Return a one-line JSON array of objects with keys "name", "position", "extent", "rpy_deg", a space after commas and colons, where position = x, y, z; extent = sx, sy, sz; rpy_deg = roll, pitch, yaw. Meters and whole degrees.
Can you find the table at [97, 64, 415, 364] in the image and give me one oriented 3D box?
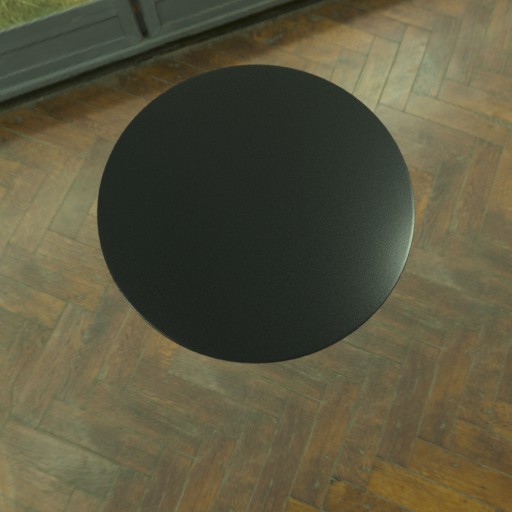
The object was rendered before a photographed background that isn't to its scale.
[{"name": "table", "position": [0.000, 0.000, 0.985], "extent": [0.481, 0.665, 0.481], "rpy_deg": [0, 75, 0]}]
